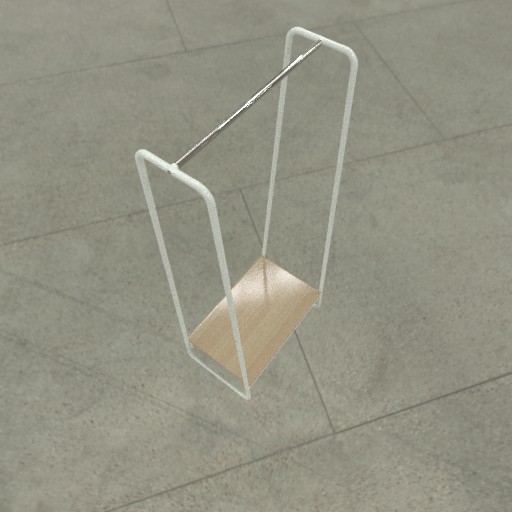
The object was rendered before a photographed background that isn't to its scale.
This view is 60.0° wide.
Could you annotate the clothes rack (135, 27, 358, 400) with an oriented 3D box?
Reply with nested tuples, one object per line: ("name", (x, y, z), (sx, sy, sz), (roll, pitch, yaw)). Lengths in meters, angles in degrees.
("clothes rack", (0.000, 0.000, 1.738), (0.400, 1.500, 0.640), (33, 63, 19))
